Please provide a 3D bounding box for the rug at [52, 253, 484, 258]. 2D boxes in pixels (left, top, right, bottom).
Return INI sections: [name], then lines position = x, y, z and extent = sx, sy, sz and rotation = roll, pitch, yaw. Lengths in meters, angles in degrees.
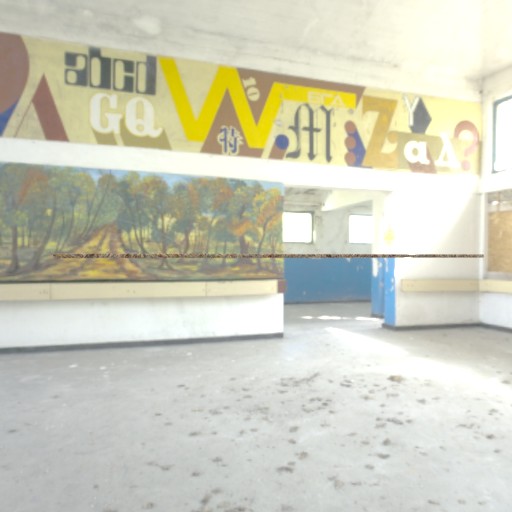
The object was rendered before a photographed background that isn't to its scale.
[rug]
position = 0.000, 0.000, 2.935
extent = 2.285, 0.019, 1.523
rotation = 0, 0, -18
